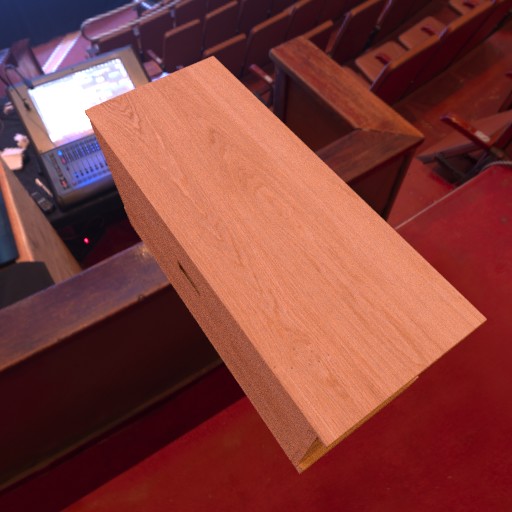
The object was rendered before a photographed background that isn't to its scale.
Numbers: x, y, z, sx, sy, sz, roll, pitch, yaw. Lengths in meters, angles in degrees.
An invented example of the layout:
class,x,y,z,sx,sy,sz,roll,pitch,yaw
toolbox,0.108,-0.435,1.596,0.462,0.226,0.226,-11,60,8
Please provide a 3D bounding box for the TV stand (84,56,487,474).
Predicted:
class,x,y,z,sx,sy,sz,roll,pitch,yaw
TV stand,0.000,0.000,1.326,0.440,0.550,1.080,-31,64,-17
